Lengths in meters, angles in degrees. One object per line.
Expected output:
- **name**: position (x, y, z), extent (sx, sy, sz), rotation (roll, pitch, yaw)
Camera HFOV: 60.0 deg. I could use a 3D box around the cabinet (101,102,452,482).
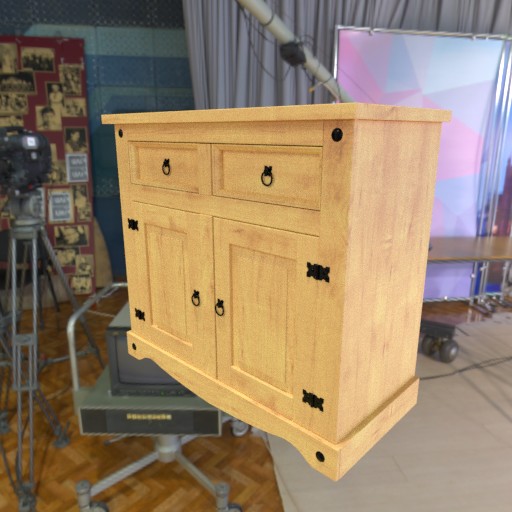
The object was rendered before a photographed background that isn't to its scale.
- **cabinet**: position (0.000, 0.000, 1.367), extent (0.920, 0.840, 0.450), rotation (14, 21, 41)
